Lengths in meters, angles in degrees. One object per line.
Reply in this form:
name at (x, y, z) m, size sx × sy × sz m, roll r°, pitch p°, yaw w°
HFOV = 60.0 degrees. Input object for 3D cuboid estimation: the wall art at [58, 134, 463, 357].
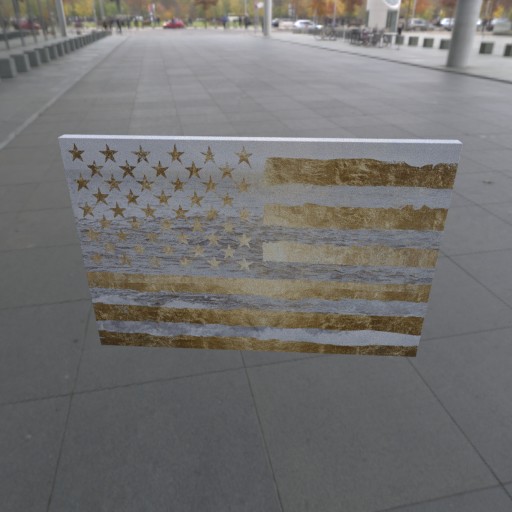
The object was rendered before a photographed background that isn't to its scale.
wall art at (0.000, 0.000, 1.449) m, size 1.145 × 0.762 × 0.041 m, roll 2°, pitch 28°, yaw 3°
